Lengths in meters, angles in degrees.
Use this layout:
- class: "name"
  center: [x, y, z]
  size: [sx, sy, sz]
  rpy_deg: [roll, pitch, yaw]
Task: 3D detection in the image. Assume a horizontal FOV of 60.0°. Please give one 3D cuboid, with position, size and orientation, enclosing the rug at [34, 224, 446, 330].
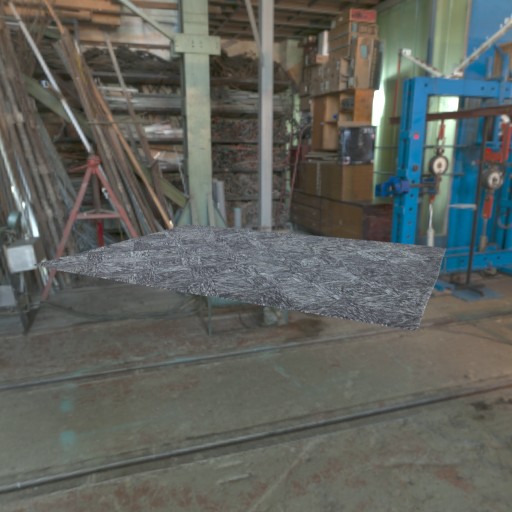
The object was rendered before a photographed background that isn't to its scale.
- class: "rug"
  center: [0.000, 0.000, 5.351]
  size: [4.093, 0.020, 2.997]
  rpy_deg: [7, 15, 26]
